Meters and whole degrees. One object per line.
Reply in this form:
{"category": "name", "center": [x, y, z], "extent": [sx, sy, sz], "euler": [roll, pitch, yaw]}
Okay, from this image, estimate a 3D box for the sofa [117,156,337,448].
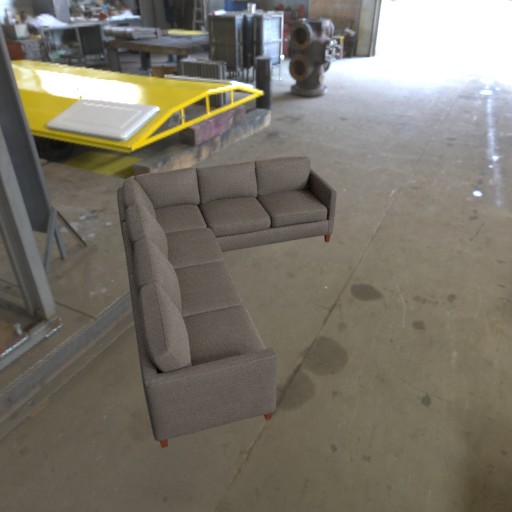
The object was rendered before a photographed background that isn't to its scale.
{"category": "sofa", "center": [0.000, 0.000, 4.585], "extent": [2.593, 0.947, 3.302], "euler": [-10, 34, -15]}
